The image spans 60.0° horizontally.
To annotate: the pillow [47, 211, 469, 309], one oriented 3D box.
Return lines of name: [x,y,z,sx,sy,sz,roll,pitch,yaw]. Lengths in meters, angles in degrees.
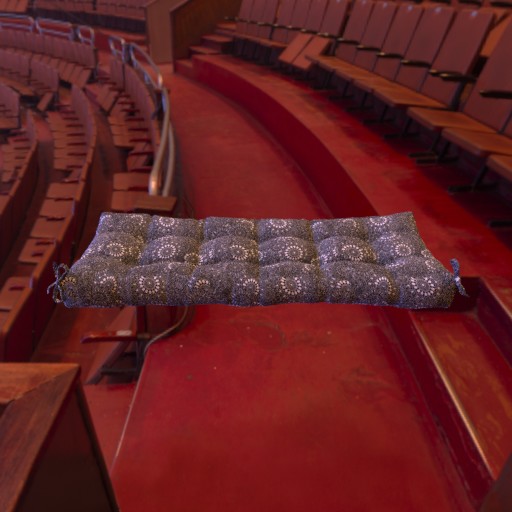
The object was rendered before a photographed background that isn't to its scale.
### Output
pillow: [0.000,0.000,1.396,1.194,0.174,0.511,0,30,0]
